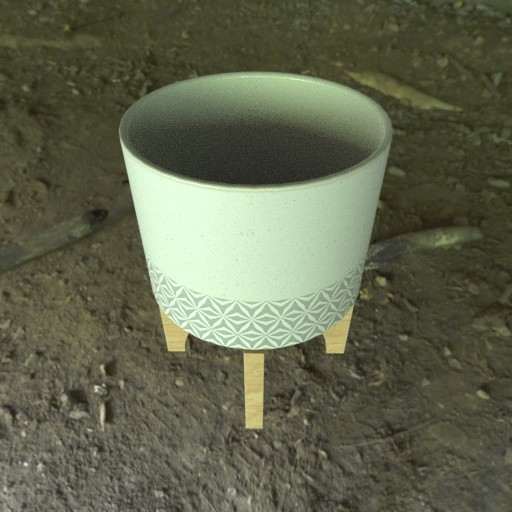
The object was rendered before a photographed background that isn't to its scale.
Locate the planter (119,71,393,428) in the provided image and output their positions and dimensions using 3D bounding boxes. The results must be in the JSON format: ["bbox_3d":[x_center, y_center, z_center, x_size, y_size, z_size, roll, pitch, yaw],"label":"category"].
[{"bbox_3d":[0.000,0.000,0.397,0.188,0.260,0.188,0,41,0],"label":"planter"}]
